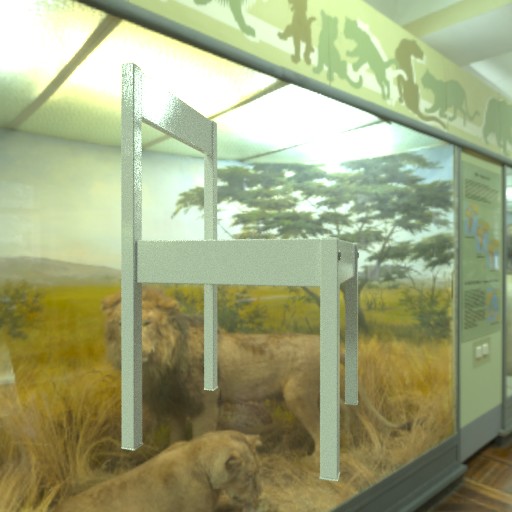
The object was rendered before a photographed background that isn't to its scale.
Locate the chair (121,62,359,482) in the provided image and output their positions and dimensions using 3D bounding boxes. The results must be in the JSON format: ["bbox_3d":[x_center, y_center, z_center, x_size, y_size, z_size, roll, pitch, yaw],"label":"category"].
[{"bbox_3d":[0.000,0.000,0.674,0.285,0.505,0.285,0,0,17],"label":"chair"}]
